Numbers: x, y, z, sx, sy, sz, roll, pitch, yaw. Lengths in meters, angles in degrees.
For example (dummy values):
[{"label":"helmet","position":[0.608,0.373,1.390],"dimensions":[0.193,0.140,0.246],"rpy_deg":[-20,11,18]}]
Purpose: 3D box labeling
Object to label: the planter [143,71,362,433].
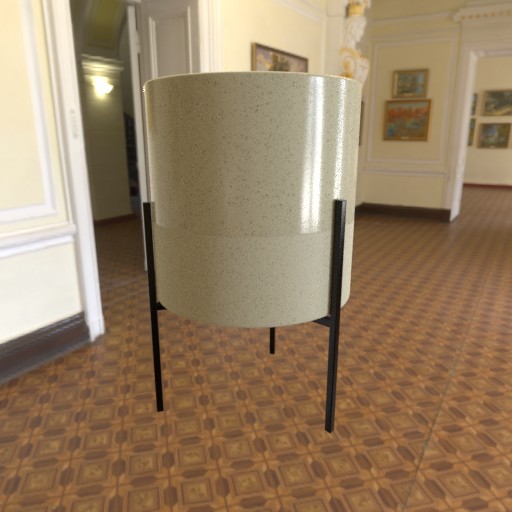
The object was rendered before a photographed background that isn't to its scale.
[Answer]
[{"label":"planter","position":[0.000,0.000,0.537],"dimensions":[0.243,0.390,0.234],"rpy_deg":[15,21,43]}]
